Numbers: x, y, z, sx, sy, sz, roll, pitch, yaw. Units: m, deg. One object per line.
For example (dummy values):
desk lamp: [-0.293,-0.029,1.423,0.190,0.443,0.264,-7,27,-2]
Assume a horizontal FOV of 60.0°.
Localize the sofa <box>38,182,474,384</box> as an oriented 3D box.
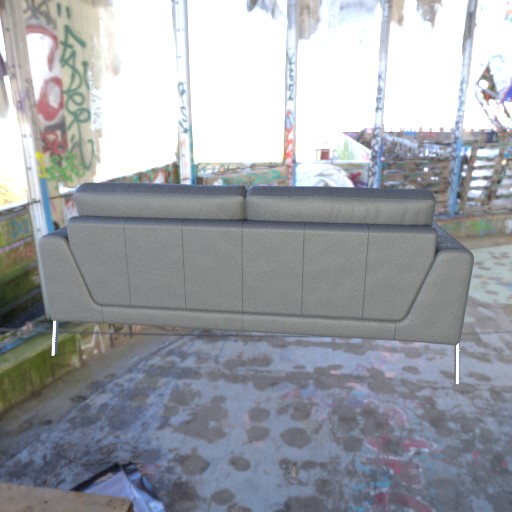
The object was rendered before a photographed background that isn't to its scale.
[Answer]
sofa: [0.000,0.000,2.486,2.017,0.875,0.953,2,17,7]
